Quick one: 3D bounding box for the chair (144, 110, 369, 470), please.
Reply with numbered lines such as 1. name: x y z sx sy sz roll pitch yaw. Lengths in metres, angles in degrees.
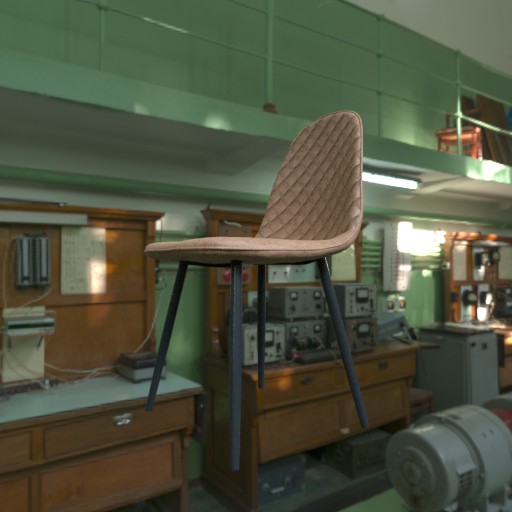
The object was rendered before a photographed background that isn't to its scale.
1. chair: 0.000 0.000 1.225 0.561 0.889 0.472 1 -1 -36
